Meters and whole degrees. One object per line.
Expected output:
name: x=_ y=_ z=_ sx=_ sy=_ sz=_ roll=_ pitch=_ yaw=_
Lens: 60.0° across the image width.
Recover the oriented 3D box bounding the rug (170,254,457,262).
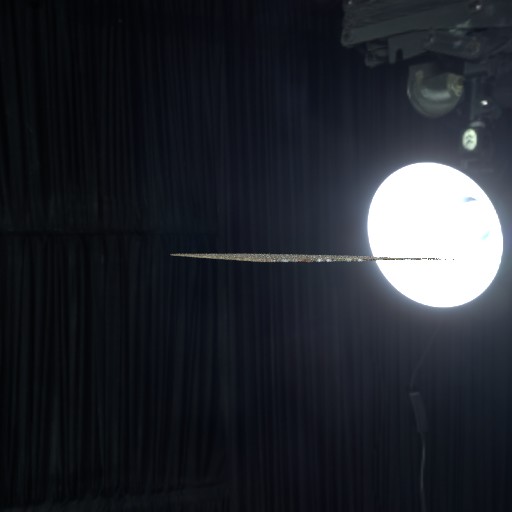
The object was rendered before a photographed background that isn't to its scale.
rug: x=0.000 y=0.000 z=2.786 sx=0.762 sy=0.011 sz=2.664 roll=0 pitch=1 yaw=-18
